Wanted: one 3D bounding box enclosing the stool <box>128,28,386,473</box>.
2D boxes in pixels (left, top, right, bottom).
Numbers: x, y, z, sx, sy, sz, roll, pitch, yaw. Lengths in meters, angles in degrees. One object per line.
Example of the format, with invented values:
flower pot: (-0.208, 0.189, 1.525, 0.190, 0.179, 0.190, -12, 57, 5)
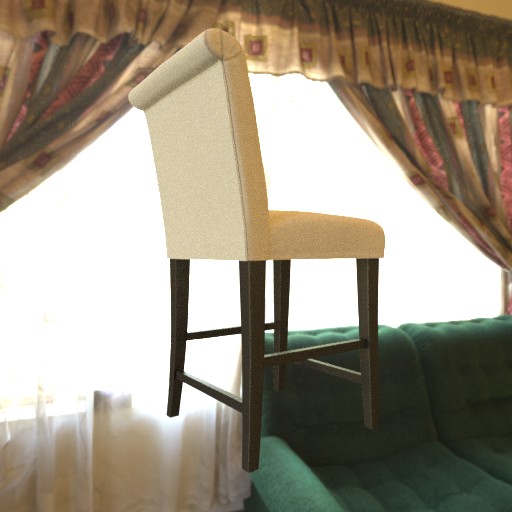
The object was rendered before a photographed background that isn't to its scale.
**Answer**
stool: (0.000, 0.000, 1.271, 0.597, 0.976, 0.452, 0, 1, -36)
